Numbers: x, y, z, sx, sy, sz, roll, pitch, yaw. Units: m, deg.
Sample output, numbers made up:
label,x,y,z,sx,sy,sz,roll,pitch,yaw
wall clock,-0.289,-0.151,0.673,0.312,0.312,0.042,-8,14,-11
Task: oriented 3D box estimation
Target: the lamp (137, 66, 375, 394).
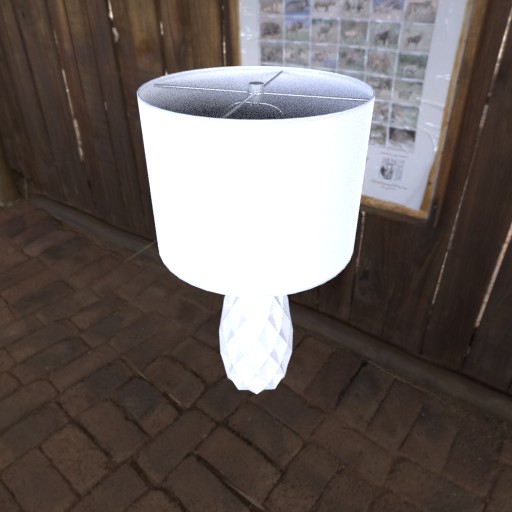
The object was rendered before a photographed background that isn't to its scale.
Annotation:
label,x,y,z,sx,sy,sz,roll,pitch,yaw
lamp,0.000,0.000,0.705,0.297,0.522,0.297,0,33,0
